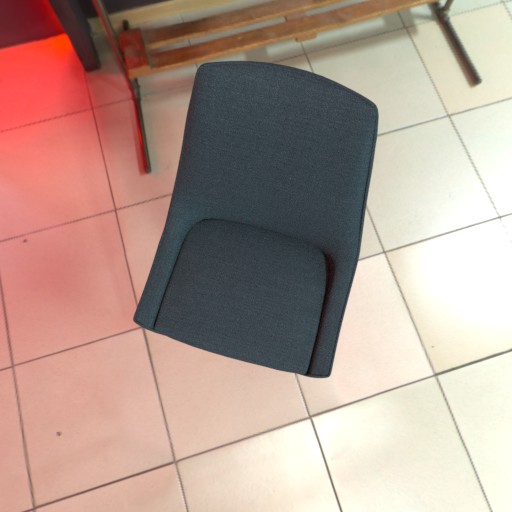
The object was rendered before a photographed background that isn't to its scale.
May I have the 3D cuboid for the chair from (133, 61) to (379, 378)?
[{"bbox_3d":[0.000,0.000,1.185,0.529,0.861,0.544,15,75,4],"label":"chair"}]
